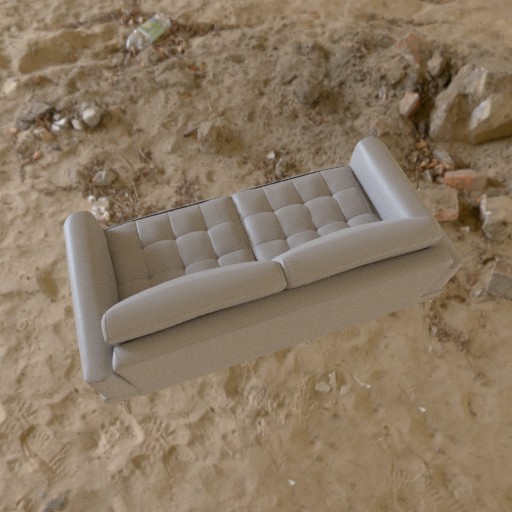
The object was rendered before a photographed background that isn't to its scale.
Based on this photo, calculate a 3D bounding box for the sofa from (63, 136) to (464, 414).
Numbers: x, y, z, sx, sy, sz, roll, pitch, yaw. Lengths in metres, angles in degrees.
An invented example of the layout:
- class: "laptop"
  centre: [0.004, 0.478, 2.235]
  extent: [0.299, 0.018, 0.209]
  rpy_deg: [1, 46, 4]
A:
- class: "sofa"
  centre: [0.000, 0.000, 2.709]
  extent: [2.177, 0.930, 1.121]
  rpy_deg: [-16, 60, -10]
